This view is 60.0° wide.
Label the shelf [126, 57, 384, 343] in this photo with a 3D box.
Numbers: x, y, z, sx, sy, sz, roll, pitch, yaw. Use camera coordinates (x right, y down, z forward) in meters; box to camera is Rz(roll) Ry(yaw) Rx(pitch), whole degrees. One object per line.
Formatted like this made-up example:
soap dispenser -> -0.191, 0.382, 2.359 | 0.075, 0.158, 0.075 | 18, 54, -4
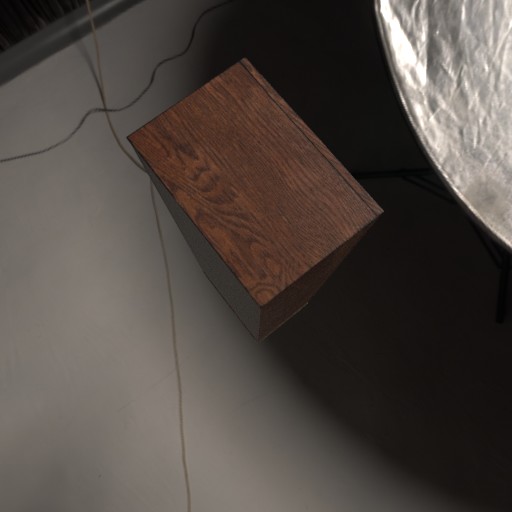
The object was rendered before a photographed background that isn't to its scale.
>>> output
shelf -> 0.000, 0.000, 1.909 | 0.395, 1.732, 0.539 | -37, 79, -8
